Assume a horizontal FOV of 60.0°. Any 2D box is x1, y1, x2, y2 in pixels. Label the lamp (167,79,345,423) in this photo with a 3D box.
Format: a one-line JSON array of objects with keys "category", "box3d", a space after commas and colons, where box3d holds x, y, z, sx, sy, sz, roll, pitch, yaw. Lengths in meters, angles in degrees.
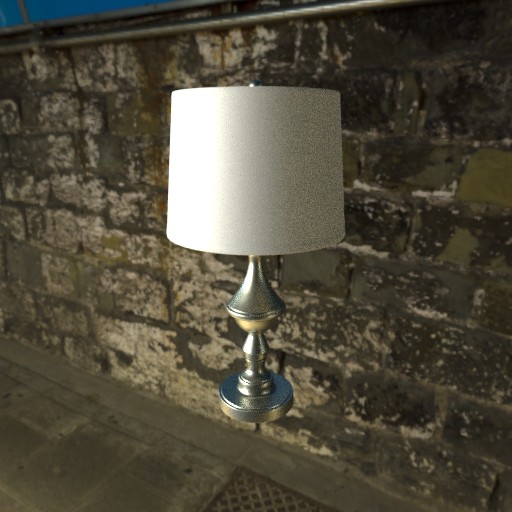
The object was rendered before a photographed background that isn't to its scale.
[{"category": "lamp", "box3d": [0.000, 0.000, 0.985, 0.383, 0.733, 0.383, 0, 16, 0]}]
